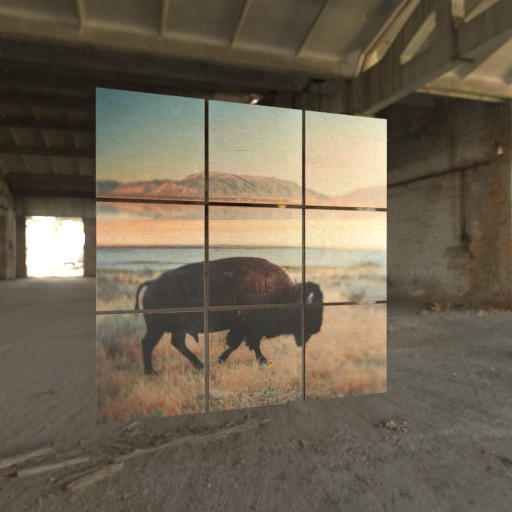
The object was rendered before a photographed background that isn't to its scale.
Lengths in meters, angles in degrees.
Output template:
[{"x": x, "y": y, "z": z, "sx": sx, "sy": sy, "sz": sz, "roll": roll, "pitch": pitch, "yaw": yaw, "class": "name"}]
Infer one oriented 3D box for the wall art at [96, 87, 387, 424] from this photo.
[{"x": 0.000, "y": 0.000, "z": 1.799, "sx": 1.221, "sy": 1.218, "sz": 0.019, "roll": 0, "pitch": 0, "yaw": -18, "class": "wall art"}]
